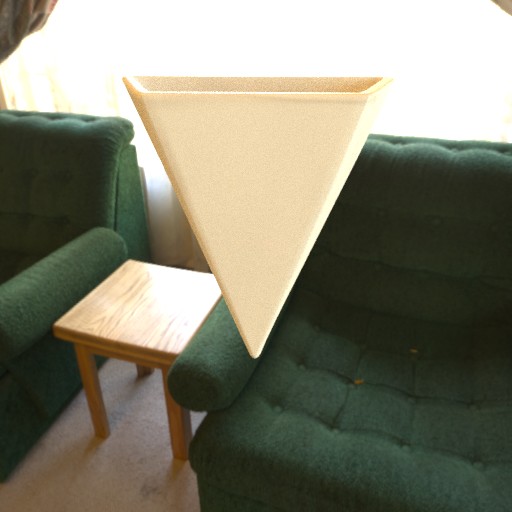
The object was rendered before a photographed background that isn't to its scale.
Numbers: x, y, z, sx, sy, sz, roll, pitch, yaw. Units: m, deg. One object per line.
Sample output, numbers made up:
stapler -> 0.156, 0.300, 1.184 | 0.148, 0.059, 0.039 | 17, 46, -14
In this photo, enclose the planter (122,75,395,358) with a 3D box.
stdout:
planter -> 0.000, 0.000, 0.270 | 0.150, 0.197, 0.060 | 1, 29, 2
